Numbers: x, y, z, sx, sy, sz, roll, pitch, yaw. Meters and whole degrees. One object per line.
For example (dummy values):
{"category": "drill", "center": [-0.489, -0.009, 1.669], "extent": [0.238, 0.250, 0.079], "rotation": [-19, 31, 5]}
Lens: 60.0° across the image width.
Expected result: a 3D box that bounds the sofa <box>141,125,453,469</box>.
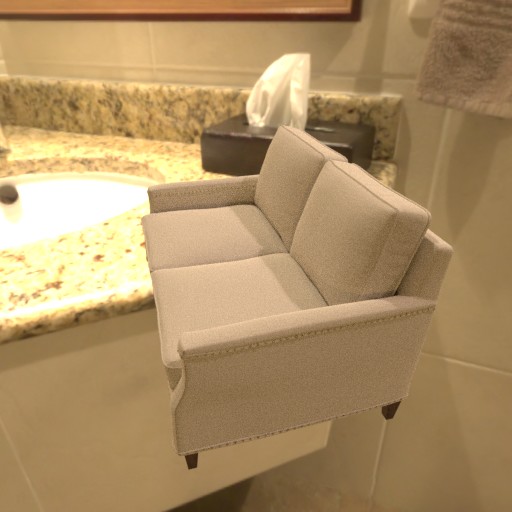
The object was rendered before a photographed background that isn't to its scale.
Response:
{"category": "sofa", "center": [0.000, 0.000, 2.264], "extent": [1.084, 1.003, 1.597], "rotation": [-8, 30, -14]}
